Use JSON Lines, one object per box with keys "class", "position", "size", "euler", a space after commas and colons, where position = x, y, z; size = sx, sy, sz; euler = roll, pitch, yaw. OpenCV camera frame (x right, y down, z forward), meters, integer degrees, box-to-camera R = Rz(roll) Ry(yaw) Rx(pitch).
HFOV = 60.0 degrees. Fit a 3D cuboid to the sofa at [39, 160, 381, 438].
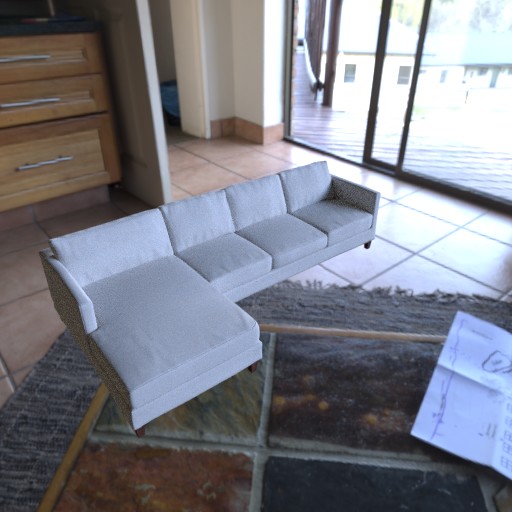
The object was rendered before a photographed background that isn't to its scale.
{"class": "sofa", "position": [0.000, 0.000, 3.969], "size": [3.186, 0.861, 1.625], "euler": [-22, 37, -32]}
